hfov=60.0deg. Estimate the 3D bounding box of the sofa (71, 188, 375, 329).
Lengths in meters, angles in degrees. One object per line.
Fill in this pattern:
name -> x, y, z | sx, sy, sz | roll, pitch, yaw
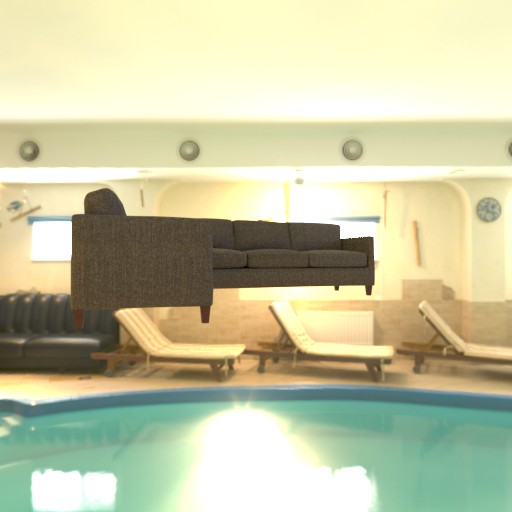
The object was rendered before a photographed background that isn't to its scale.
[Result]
sofa -> 0.000, 0.000, 4.500 | 3.302, 0.947, 2.593 | 0, 0, -18
